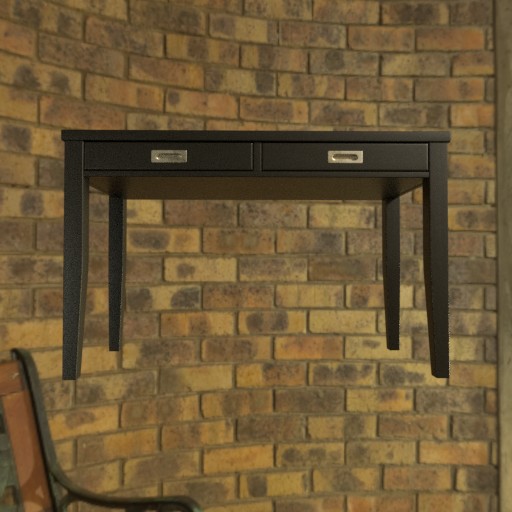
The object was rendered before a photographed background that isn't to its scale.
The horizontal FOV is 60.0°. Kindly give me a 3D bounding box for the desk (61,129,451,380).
[{"bbox_3d":[0.000,0.000,1.629,1.220,0.775,0.508,0,-1,-1],"label":"desk"}]
